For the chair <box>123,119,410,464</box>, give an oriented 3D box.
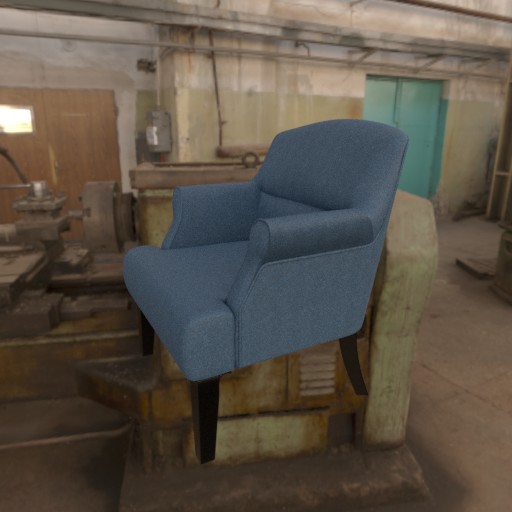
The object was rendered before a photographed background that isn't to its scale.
[{"bbox_3d":[0.000,0.000,1.478,0.754,0.878,0.770,-8,18,-26],"label":"chair"}]
